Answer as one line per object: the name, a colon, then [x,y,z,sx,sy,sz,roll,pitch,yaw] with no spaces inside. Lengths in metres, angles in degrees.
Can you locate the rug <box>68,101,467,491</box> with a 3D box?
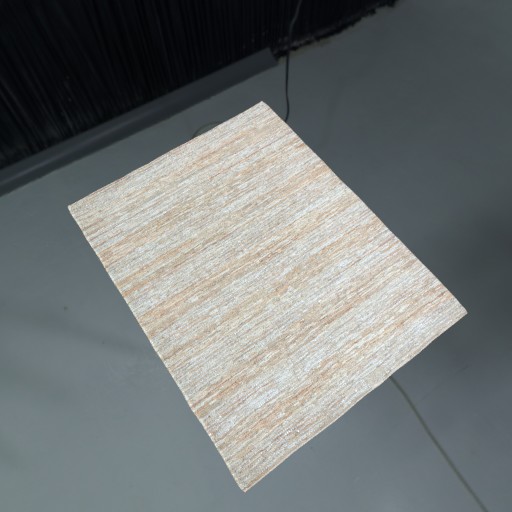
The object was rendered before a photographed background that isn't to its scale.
rug: [0.000,0.000,3.942,2.313,0.009,2.939,-33,68,-15]
